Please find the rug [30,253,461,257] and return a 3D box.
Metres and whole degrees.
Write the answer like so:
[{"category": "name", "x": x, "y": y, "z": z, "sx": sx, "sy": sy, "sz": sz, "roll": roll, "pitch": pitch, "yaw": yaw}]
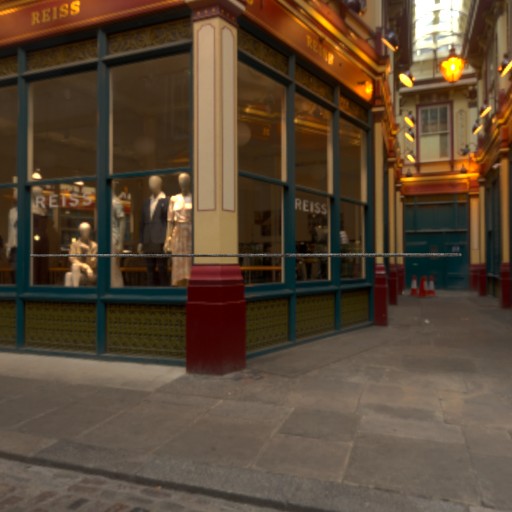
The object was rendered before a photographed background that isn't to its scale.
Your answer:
[{"category": "rug", "x": 0.000, "y": 0.000, "z": 4.814, "sx": 3.824, "sy": 0.019, "sz": 2.393, "roll": 0, "pitch": 0, "yaw": 19}]
